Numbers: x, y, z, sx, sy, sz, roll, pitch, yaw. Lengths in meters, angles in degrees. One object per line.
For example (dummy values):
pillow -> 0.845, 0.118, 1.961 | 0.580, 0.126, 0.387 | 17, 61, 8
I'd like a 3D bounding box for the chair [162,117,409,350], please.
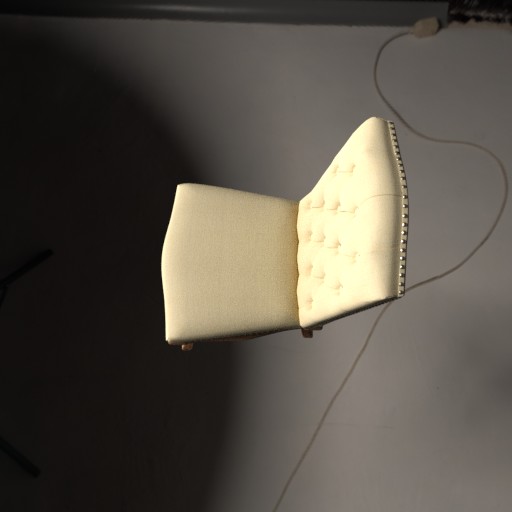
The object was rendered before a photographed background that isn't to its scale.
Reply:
chair -> 0.000, 0.000, 1.588 | 0.715, 1.165, 0.623 | 1, 75, 0
